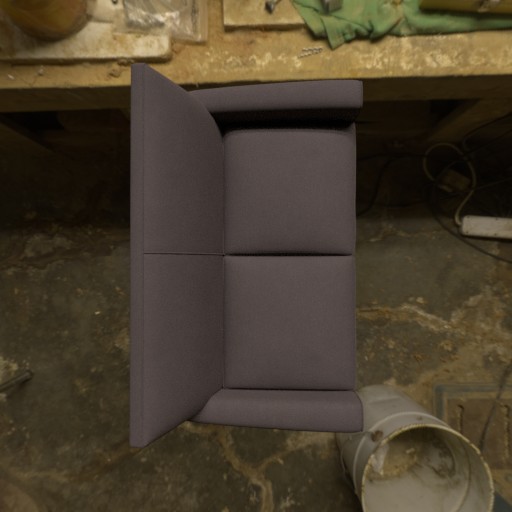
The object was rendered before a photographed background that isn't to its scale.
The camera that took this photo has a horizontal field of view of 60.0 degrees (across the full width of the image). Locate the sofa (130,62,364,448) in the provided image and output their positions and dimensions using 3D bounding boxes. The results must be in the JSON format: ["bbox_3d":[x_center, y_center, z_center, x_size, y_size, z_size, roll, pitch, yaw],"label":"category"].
[{"bbox_3d":[0.000,0.000,1.951,0.871,0.846,1.420,0,89,1],"label":"sofa"}]
